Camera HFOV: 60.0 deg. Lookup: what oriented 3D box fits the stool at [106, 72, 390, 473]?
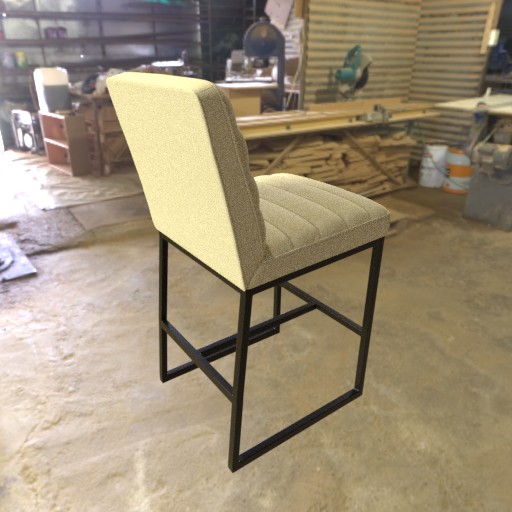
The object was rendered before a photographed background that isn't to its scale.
[{"bbox_3d":[0.000,0.000,1.221,0.560,0.940,0.460,-17,30,-32],"label":"stool"}]
